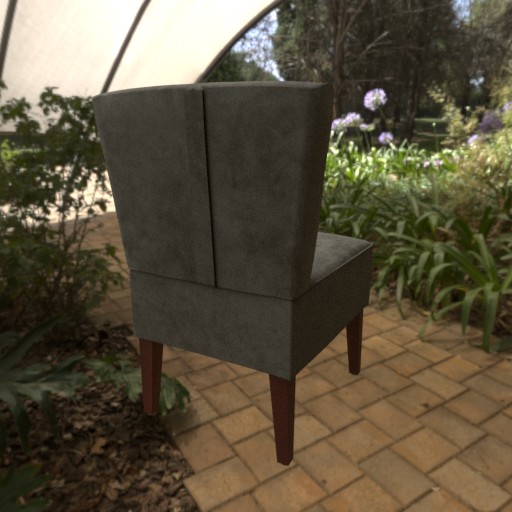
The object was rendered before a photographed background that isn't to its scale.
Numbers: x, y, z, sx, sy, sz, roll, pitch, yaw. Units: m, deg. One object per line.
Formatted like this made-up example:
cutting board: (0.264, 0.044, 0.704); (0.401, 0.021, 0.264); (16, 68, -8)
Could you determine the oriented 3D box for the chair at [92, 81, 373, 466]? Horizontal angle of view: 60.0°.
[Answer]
chair: (0.000, 0.000, 1.158); (0.521, 0.806, 0.554); (8, 18, 27)
